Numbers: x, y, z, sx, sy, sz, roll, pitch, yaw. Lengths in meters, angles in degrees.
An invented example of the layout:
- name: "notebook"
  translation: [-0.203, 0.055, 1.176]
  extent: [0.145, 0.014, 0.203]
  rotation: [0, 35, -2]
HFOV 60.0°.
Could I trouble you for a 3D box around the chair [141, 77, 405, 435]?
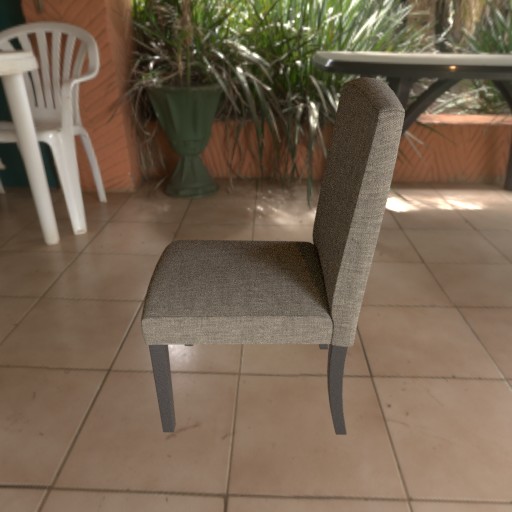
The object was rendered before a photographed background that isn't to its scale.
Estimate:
- name: "chair"
  translation: [0.000, 0.000, 1.227]
  extent: [0.580, 0.917, 0.451]
  rotation: [0, 26, 1]
